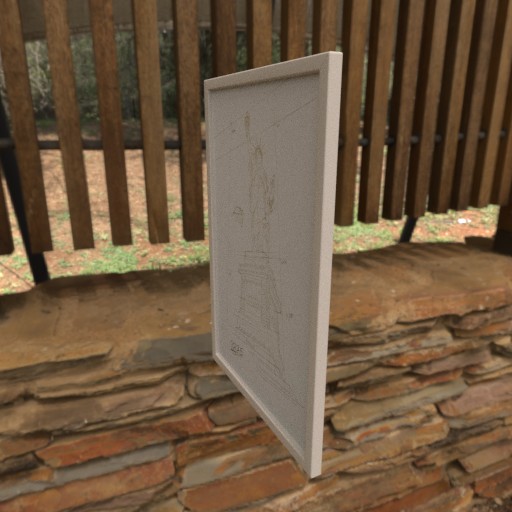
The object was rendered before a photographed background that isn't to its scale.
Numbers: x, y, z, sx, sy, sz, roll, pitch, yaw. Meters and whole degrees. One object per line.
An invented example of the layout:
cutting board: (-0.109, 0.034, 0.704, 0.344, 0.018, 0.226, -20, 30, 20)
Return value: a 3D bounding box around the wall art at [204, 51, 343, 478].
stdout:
wall art: (0.000, 0.000, 1.044, 0.026, 0.813, 0.556, -8, 19, -26)
